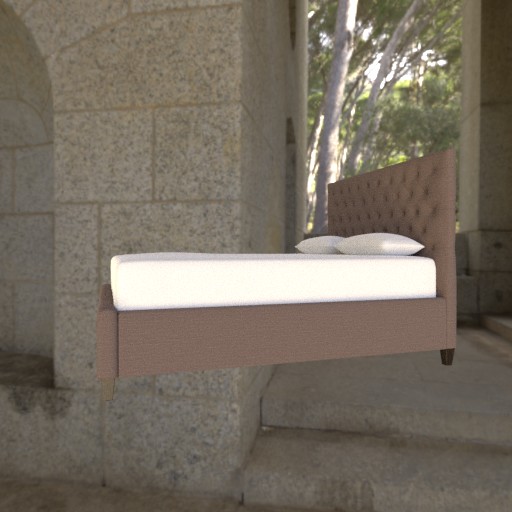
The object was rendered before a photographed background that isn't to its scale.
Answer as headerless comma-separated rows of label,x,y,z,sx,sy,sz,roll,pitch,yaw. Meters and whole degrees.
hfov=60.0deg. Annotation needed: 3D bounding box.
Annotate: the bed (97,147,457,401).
bed,0.000,0.000,3.335,2.233,1.426,1.696,0,1,-19
